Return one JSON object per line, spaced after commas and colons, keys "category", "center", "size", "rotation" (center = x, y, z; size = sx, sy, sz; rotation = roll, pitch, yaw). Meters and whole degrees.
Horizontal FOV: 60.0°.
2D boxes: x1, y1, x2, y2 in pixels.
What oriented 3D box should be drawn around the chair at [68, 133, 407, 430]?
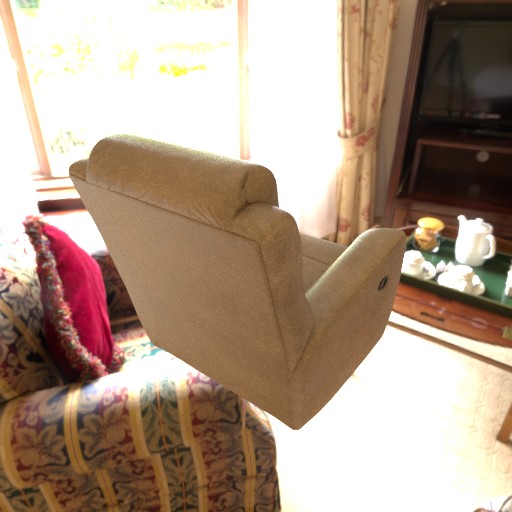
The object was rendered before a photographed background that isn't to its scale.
{"category": "chair", "center": [0.000, 0.000, 1.886], "size": [0.965, 1.116, 1.068], "rotation": [21, 36, 32]}
